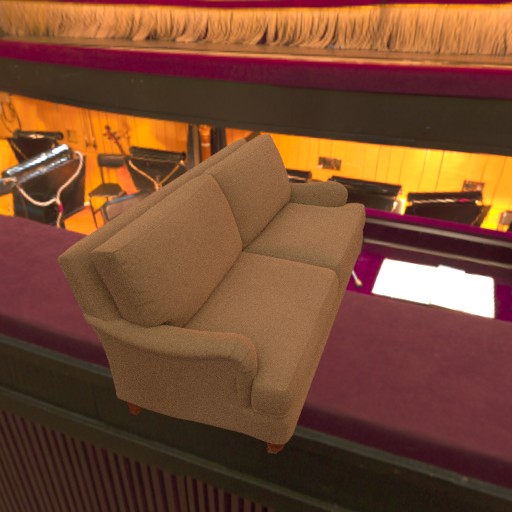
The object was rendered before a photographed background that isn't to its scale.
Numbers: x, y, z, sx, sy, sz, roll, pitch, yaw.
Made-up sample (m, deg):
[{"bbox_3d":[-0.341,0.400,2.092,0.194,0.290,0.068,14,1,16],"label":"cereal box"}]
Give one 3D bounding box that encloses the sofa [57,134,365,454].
[{"bbox_3d":[0.000,0.000,2.728,1.091,0.997,2.070,11,31,18],"label":"sofa"}]
